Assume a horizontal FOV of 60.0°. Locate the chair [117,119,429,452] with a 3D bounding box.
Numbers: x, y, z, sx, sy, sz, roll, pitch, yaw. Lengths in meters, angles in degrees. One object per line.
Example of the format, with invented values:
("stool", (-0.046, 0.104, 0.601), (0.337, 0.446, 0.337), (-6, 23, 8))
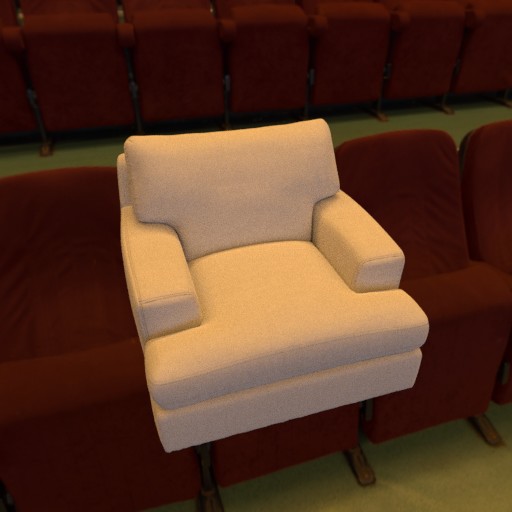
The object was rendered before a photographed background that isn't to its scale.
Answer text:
("chair", (0.000, 0.000, 1.987), (1.140, 0.930, 1.158), (-10, 34, -14))
